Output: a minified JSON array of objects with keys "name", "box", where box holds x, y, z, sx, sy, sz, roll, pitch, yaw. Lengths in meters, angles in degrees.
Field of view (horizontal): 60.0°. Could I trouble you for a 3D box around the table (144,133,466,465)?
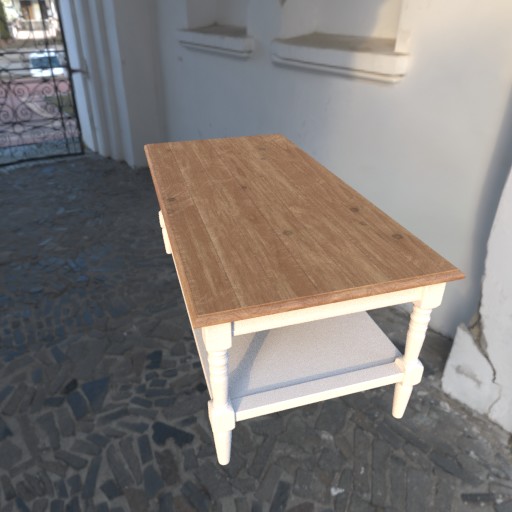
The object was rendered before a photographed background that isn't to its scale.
[{"name":"table","box":[0.000,0.000,1.405,0.559,0.458,1.118,-9,31,-14]}]
